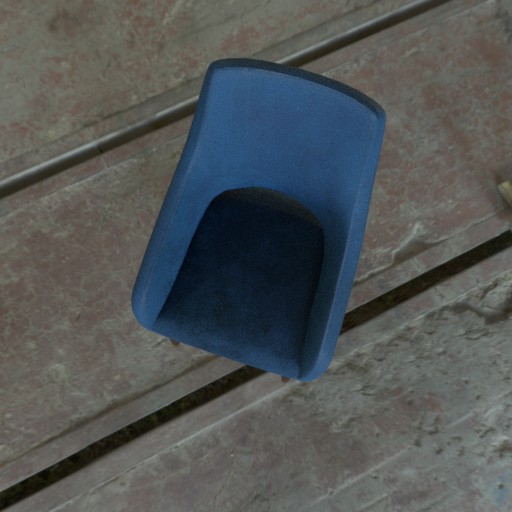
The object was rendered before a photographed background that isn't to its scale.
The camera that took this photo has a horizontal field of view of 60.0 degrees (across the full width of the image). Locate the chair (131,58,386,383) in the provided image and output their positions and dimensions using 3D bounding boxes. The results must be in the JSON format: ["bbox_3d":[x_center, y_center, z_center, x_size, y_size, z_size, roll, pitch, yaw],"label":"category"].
[{"bbox_3d":[0.000,0.000,1.590,0.683,1.081,0.794,17,77,4],"label":"chair"}]
